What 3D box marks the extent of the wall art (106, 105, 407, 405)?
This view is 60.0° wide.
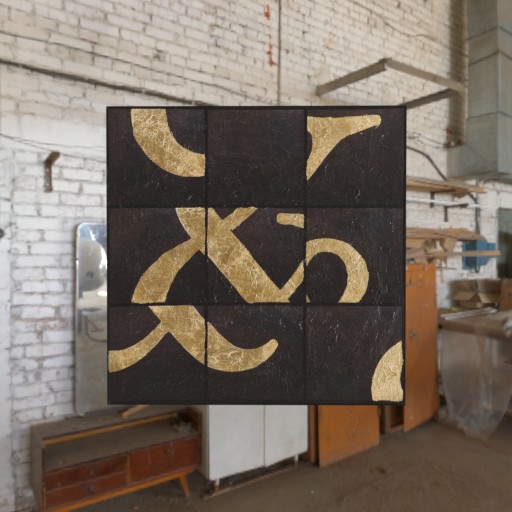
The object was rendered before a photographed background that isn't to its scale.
[{"bbox_3d":[0.000,0.000,1.144,0.758,0.758,0.044,0,1,0],"label":"wall art"}]
